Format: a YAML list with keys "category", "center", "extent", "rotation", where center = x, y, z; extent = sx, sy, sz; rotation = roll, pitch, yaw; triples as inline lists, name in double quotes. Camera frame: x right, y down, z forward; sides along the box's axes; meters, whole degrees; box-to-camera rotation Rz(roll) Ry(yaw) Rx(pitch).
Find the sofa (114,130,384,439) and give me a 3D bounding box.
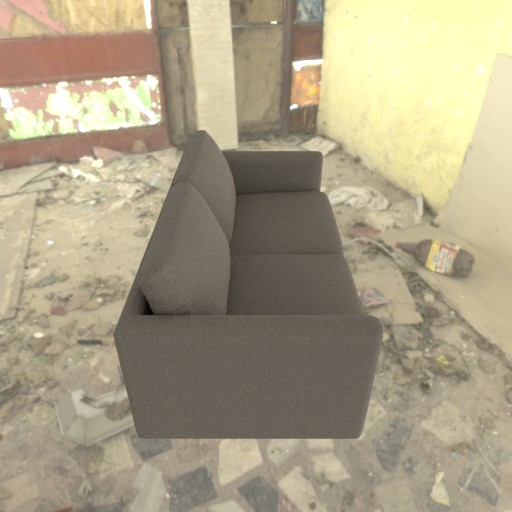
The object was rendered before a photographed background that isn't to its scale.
- category: "sofa"
  center: [0.000, 0.000, 2.269]
  extent: [0.940, 0.866, 1.713]
  rotation: [0, 34, 0]
